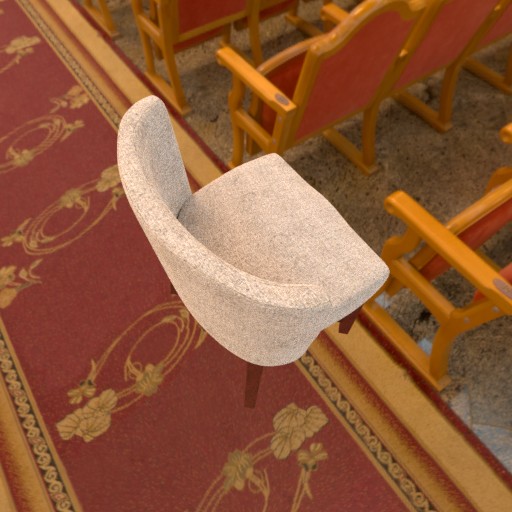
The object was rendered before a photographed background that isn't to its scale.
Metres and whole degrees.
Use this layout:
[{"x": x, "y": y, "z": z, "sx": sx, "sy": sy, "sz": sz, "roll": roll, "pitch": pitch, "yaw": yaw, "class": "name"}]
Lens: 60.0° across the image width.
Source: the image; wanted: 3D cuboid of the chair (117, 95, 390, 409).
[{"x": 0.000, "y": 0.000, "z": 1.323, "sx": 0.575, "sy": 0.827, "sz": 0.728, "roll": -30, "pitch": 63, "yaw": -17, "class": "chair"}]
